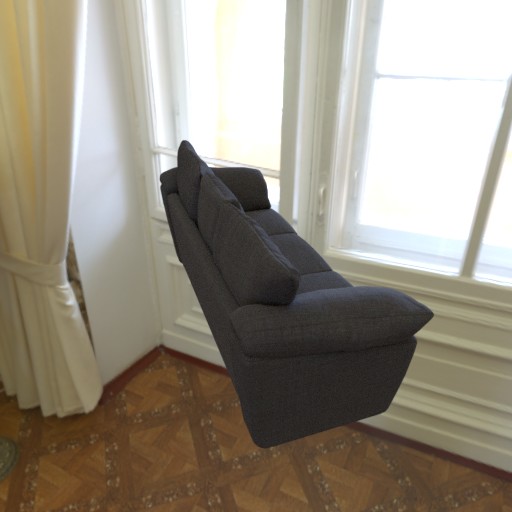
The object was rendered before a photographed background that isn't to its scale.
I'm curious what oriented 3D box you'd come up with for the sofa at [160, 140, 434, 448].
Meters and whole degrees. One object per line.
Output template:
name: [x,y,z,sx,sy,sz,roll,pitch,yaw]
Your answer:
sofa: [0.000,0.000,2.885,0.883,1.080,2.336,-9,30,-17]
